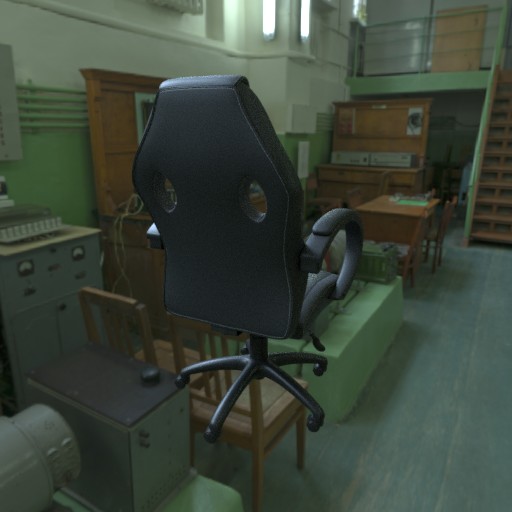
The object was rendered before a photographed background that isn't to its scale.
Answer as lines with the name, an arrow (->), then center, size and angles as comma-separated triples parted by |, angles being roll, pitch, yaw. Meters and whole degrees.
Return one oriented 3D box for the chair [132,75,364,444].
chair -> 0.000, 0.000, 1.648 | 0.673, 1.187, 0.724 | 8, 18, 27
